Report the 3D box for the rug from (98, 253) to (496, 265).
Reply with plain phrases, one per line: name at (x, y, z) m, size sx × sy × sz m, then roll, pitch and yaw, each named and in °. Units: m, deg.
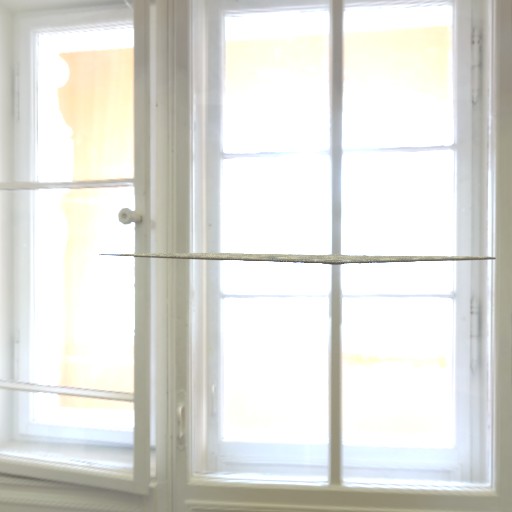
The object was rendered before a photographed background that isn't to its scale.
rug at (0.000, 0.000, 1.426) m, size 0.604 × 0.007 × 1.219 m, roll -1°, pitch 1°, yaw -38°
